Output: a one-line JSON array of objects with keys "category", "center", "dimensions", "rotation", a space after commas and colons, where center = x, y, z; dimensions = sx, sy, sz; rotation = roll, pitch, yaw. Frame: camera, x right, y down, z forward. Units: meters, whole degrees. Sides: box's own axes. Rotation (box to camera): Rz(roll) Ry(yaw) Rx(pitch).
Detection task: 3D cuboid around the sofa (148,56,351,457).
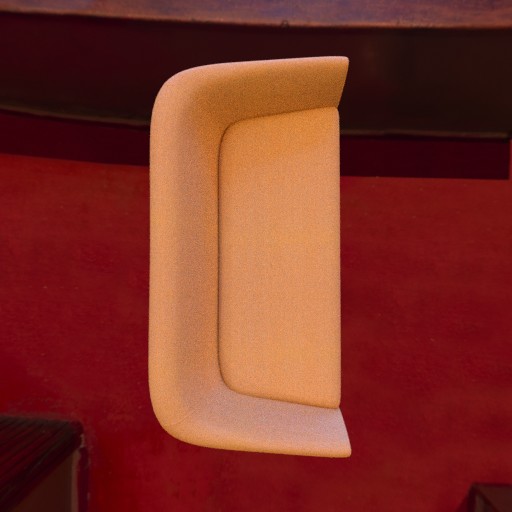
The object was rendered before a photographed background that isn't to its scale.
[{"category": "sofa", "center": [0.000, 0.000, 1.822], "dimensions": [0.705, 0.721, 1.452], "rotation": [0, 88, 1]}]
